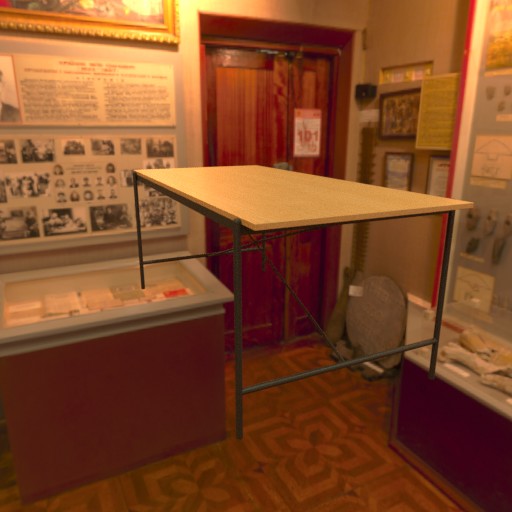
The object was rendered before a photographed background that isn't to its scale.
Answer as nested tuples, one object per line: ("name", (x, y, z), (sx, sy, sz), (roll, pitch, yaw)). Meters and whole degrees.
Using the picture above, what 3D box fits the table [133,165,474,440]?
("table", (0.000, 0.000, 2.277), (0.900, 0.758, 1.800), (-7, 18, -24))
